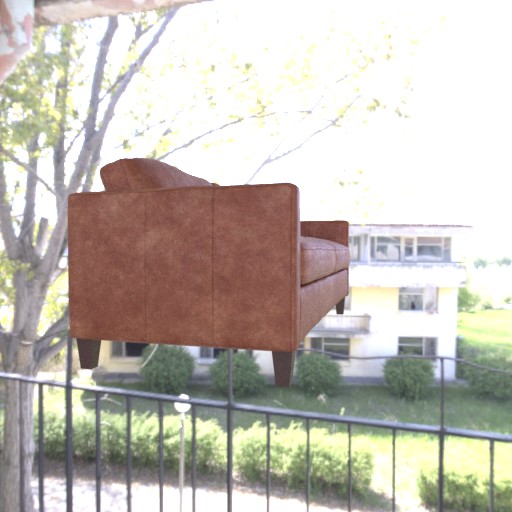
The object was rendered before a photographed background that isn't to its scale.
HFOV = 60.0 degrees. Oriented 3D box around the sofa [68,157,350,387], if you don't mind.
[{"bbox_3d":[0.000,0.000,2.479,0.923,0.863,1.971,0,1,17],"label":"sofa"}]
